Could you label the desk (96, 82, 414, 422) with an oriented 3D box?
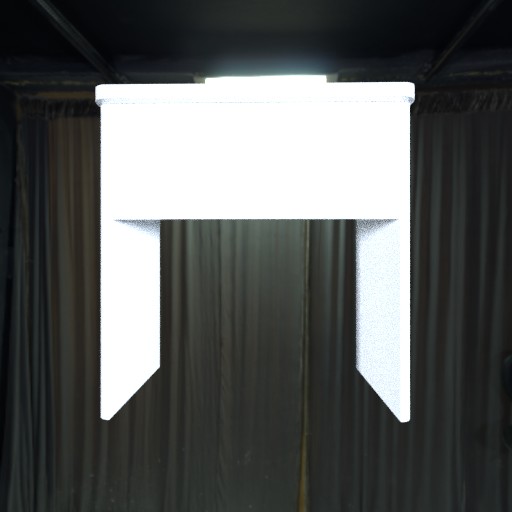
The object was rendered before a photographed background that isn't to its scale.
[{"bbox_3d":[0.000,0.000,1.299,0.762,0.800,0.549,0,0,1],"label":"desk"}]
